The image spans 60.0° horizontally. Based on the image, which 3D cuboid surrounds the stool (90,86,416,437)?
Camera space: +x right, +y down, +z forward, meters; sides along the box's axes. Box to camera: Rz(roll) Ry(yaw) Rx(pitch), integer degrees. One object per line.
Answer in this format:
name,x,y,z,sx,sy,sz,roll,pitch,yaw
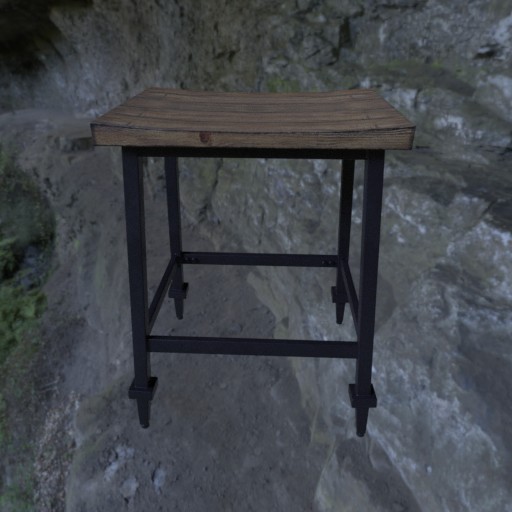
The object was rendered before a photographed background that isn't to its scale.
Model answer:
stool,0.000,0.000,0.938,0.486,0.625,0.405,1,29,2
